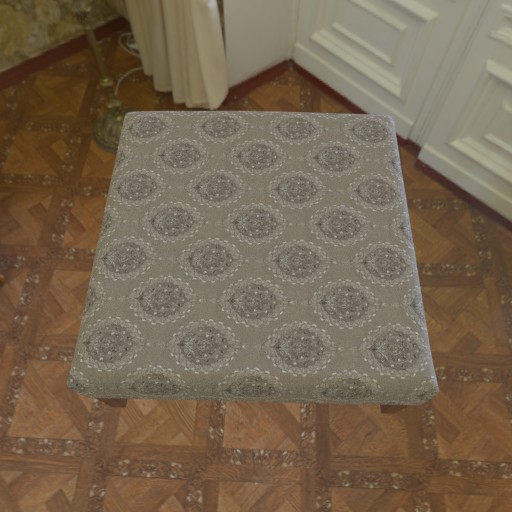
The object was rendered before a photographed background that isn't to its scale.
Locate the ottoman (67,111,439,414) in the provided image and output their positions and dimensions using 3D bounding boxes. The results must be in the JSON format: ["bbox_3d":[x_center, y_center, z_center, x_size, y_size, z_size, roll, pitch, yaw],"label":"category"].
[{"bbox_3d":[0.000,0.000,1.388,0.890,0.411,0.889,1,63,1],"label":"ottoman"}]
